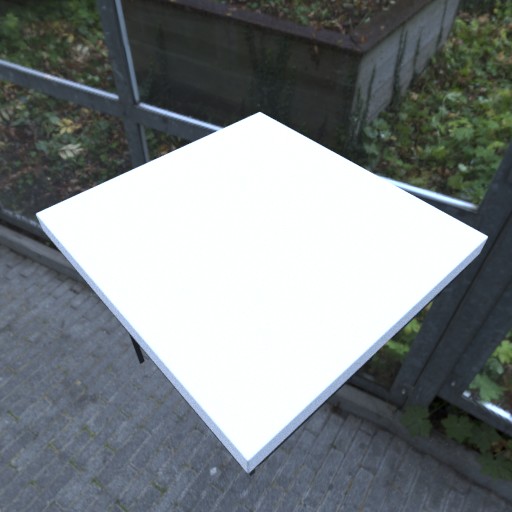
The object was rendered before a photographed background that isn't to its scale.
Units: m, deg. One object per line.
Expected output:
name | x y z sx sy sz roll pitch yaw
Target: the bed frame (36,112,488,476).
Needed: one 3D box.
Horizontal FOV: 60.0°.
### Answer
bed frame | 0.000 0.000 2.936 1.930 0.559 2.032 -33 55 -28
